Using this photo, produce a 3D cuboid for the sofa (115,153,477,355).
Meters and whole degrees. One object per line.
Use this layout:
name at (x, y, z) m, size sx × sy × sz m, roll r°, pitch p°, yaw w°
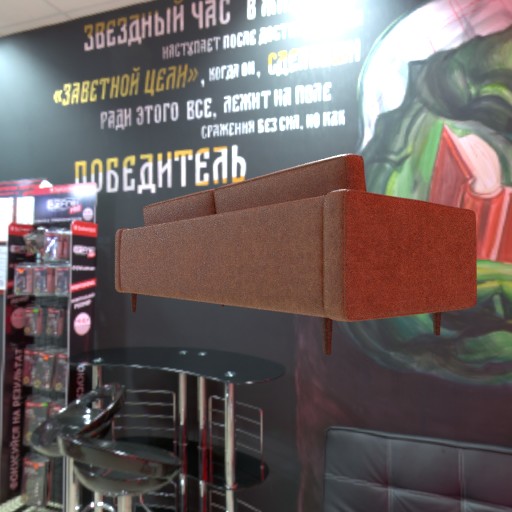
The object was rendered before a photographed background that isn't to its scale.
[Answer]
sofa at (0.000, 0.000, 2.613) m, size 0.919 × 0.770 × 2.200 m, roll 1°, pitch -2°, yaw -37°
